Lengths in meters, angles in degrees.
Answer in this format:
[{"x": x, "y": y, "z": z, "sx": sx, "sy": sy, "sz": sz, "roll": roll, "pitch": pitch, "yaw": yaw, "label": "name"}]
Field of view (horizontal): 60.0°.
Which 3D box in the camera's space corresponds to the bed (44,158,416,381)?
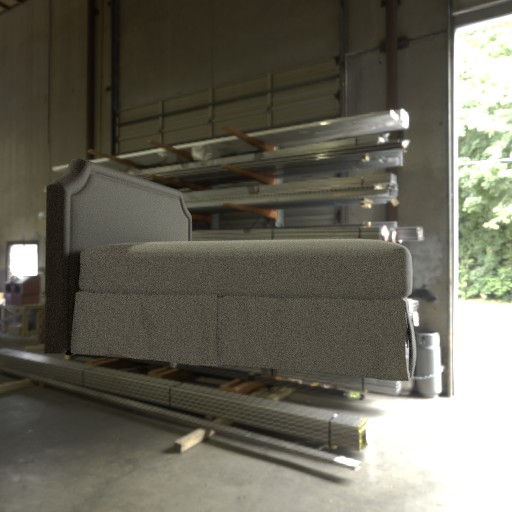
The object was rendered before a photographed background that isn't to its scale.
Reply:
[{"x": 0.000, "y": 0.000, "z": 3.261, "sx": 2.181, "sy": 1.297, "sz": 1.831, "roll": 0, "pitch": -1, "yaw": 18, "label": "bed"}]
